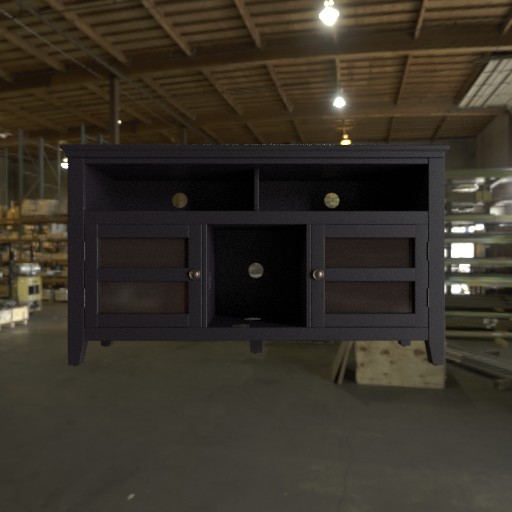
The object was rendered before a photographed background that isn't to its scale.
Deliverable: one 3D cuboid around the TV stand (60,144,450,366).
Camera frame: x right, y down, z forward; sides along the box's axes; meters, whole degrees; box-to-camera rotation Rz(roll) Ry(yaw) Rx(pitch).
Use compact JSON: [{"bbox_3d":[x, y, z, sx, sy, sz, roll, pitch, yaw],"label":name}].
[{"bbox_3d":[0.000,0.000,1.524,1.198,0.681,0.347,0,0,0],"label":"TV stand"}]
